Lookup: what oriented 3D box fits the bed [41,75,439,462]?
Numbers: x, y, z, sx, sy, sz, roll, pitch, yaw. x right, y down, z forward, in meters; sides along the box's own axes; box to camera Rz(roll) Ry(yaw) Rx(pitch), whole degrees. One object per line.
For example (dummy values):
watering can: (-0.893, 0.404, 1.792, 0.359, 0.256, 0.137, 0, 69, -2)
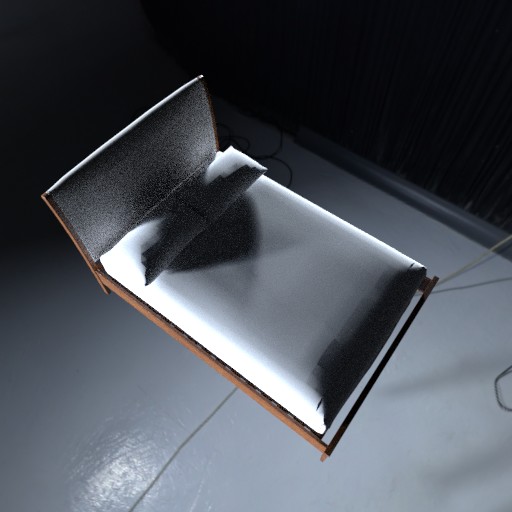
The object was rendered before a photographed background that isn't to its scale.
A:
bed: (0.000, 0.000, 3.336, 2.380, 1.250, 1.612, 33, 63, 19)
